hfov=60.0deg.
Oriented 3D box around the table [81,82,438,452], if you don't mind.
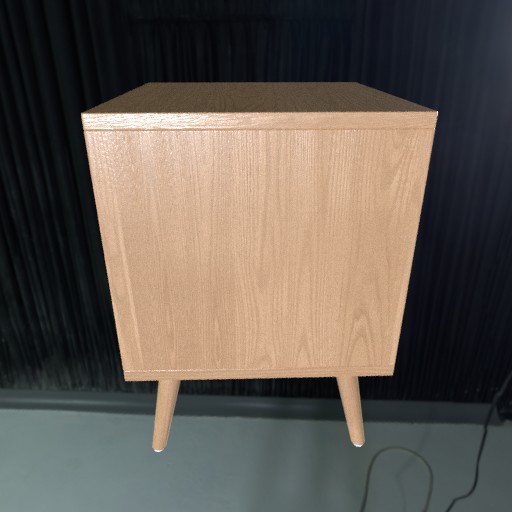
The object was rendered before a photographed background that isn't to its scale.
[{"bbox_3d":[0.000,0.000,0.795,0.400,0.550,0.400,-1,26,-2],"label":"table"}]
